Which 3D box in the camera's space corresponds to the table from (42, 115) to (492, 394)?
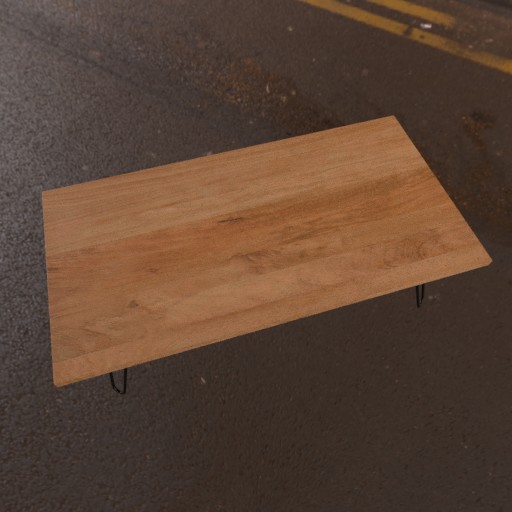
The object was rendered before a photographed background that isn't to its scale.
[{"bbox_3d":[0.000,0.000,1.640,1.348,0.400,0.699,-14,59,-9],"label":"table"}]
